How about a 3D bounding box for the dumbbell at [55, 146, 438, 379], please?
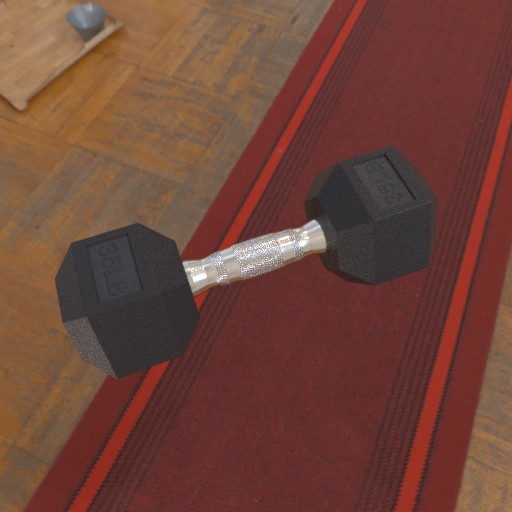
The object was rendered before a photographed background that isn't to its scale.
[{"bbox_3d":[0.000,0.000,0.436,0.356,0.123,0.141,-18,63,-10],"label":"dumbbell"}]
